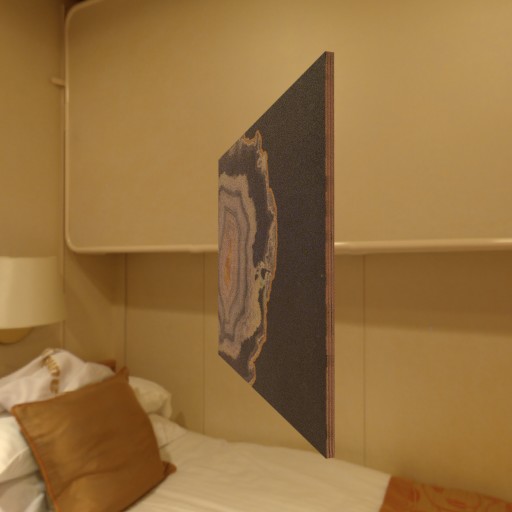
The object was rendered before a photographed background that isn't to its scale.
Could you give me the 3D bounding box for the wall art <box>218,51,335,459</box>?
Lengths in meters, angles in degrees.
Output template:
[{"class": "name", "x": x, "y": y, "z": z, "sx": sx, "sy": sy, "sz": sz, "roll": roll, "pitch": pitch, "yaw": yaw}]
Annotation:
[{"class": "wall art", "x": 0.000, "y": 0.000, "z": 0.687, "sx": 0.010, "sy": 0.408, "sz": 0.508, "roll": 0, "pitch": 0, "yaw": -17}]
